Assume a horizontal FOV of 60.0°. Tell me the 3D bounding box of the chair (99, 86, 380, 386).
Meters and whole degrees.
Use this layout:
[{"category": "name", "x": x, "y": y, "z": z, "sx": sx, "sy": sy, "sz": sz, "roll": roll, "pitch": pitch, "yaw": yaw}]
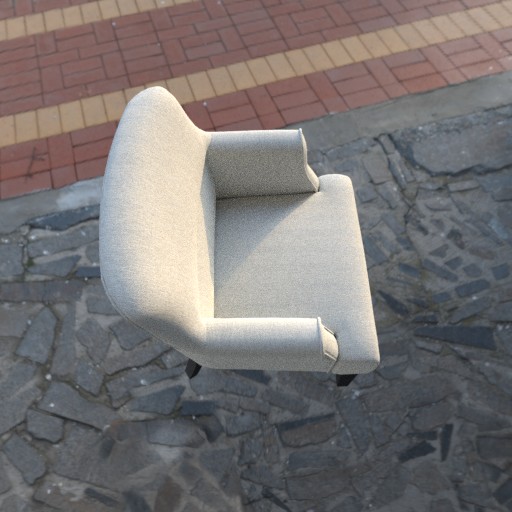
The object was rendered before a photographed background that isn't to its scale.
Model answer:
[{"category": "chair", "x": 0.000, "y": 0.000, "z": 1.461, "sx": 0.750, "sy": 0.875, "sz": 0.781, "roll": -1, "pitch": 62, "yaw": -1}]
